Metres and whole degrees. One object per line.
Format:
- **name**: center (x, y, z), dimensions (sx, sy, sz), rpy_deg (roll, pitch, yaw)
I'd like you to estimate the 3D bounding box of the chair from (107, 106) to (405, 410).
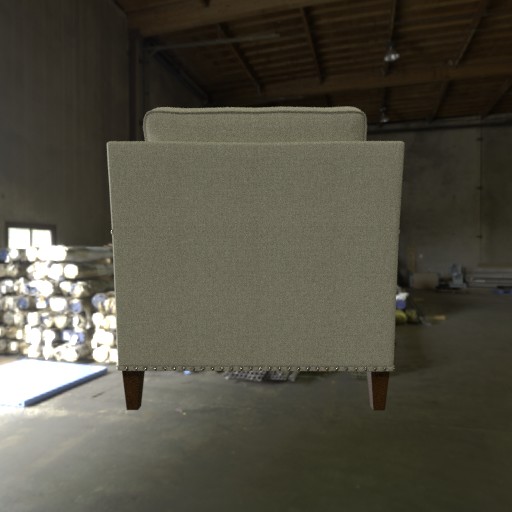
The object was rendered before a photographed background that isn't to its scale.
- **chair**: center (0.000, 0.000, 1.753), dimensions (0.853, 0.943, 1.014), rpy_deg (0, 1, 0)
